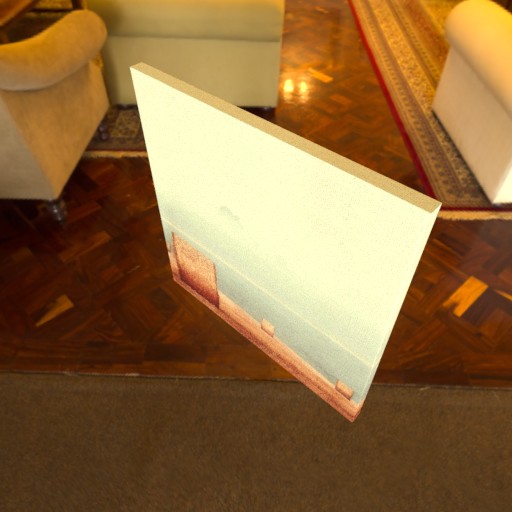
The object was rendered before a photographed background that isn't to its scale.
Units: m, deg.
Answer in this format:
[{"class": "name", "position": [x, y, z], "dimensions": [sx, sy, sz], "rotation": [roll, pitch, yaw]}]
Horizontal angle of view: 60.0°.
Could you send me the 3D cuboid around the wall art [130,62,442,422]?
[{"class": "wall art", "position": [0.000, 0.000, 0.902], "dimensions": [0.605, 0.605, 0.034], "rotation": [34, 55, 28]}]
